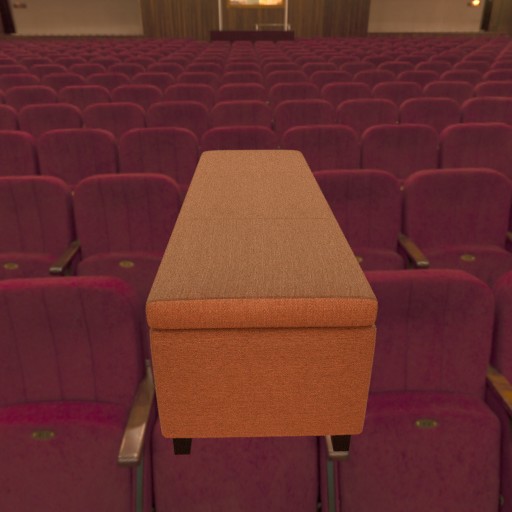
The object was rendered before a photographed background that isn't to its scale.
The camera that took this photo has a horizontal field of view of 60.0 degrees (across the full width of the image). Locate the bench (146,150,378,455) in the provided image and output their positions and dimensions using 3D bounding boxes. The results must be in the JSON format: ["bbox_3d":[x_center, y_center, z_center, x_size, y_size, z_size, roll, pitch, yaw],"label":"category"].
[{"bbox_3d":[0.000,0.000,1.464,0.446,0.438,1.269,-1,26,-1],"label":"bench"}]
